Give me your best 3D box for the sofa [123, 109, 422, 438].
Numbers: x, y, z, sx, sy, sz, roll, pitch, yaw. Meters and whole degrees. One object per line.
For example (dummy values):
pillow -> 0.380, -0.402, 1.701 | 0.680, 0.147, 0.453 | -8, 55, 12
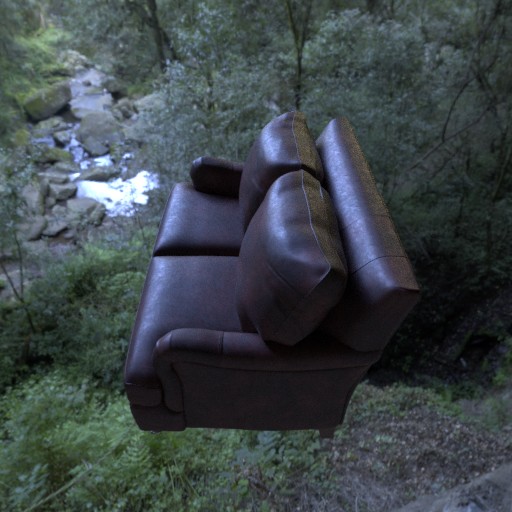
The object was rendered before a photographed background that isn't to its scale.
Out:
sofa -> 0.000, 0.000, 2.376 | 1.148, 1.070, 1.628 | 0, 40, -1
